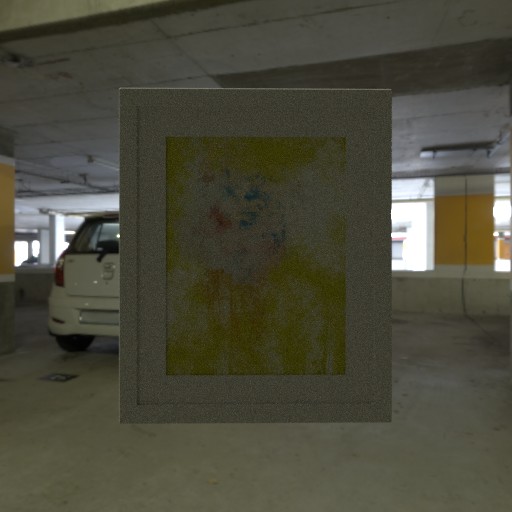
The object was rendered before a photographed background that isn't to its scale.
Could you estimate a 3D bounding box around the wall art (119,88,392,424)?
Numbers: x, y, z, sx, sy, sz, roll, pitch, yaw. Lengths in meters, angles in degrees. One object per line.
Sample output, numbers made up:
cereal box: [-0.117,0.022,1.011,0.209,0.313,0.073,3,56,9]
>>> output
wall art: [0.000,0.000,0.750,0.454,0.556,0.028,0,0,-1]
